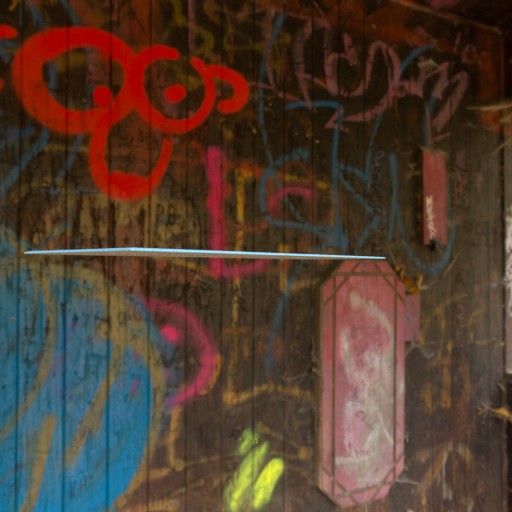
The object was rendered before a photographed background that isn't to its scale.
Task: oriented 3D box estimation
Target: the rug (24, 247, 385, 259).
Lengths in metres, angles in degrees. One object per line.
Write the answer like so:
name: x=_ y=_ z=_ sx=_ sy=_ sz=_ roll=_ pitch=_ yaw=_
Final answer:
rug: x=0.000 y=0.000 z=2.434 sx=0.662 sy=0.011 sz=2.196 roll=-1 pitch=-1 yaw=36
